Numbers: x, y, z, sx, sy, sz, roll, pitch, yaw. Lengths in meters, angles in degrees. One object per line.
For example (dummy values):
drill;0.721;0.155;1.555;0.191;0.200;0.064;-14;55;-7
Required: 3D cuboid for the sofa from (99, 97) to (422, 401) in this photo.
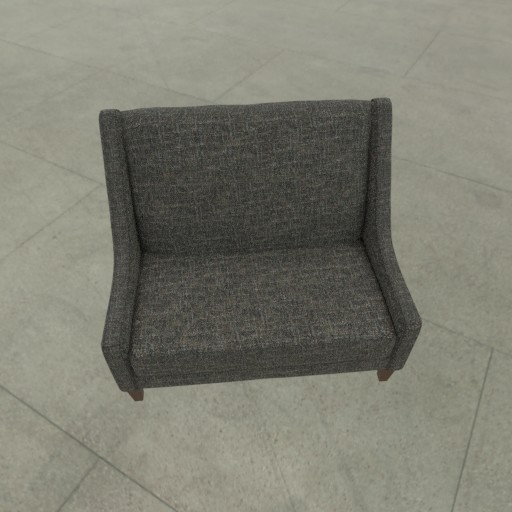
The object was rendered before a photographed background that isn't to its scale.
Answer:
sofa;0.000;0.000;1.931;1.242;1.021;0.870;-4;46;-3
